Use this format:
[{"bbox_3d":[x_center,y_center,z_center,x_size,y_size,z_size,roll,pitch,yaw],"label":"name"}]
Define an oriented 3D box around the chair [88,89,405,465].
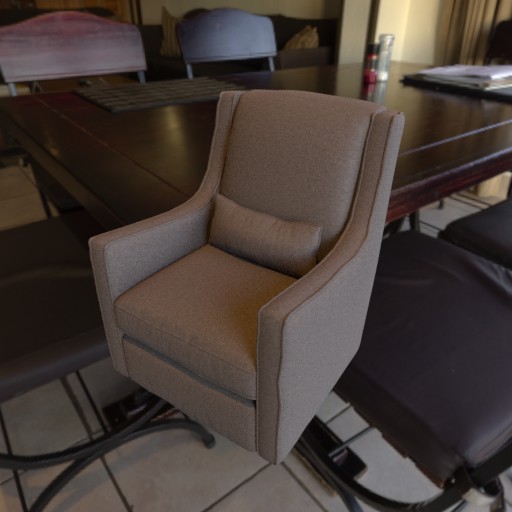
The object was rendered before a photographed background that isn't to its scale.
[{"bbox_3d":[0.000,0.000,1.571,0.732,0.993,0.879,19,36,28],"label":"chair"}]
